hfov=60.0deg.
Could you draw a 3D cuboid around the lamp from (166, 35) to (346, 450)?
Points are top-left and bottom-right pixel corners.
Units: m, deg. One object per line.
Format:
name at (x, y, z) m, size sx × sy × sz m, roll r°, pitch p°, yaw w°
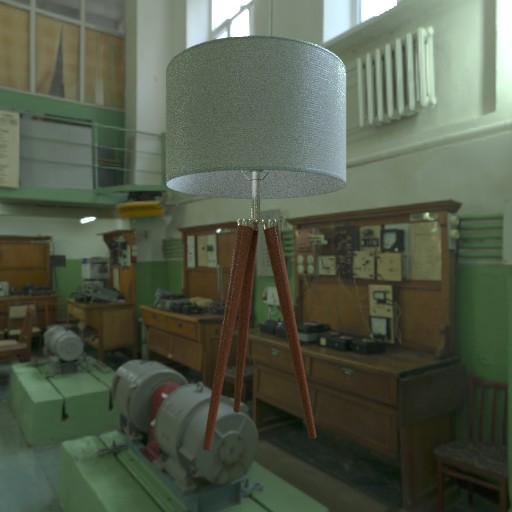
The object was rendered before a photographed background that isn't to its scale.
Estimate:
lamp at (0.000, 0.000, 0.888) m, size 0.354 × 0.709 × 0.355 m, roll 0°, pitch 0°, yaw -37°
